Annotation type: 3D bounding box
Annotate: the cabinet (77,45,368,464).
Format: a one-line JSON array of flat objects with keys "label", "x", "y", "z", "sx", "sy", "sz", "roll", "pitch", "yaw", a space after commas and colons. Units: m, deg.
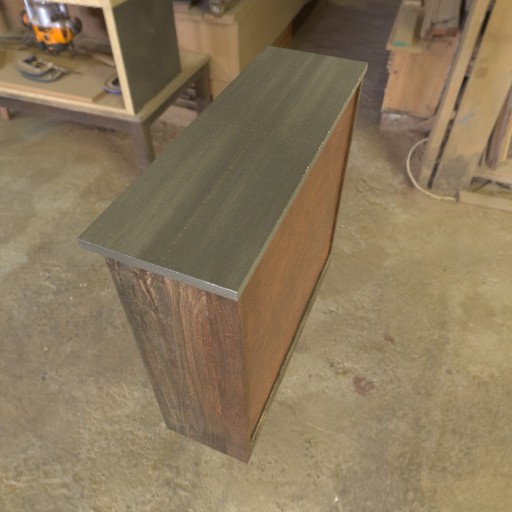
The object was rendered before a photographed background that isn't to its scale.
[{"label": "cabinet", "x": 0.000, "y": 0.000, "z": 1.432, "sx": 0.338, "sy": 0.919, "sz": 0.968, "roll": 17, "pitch": 49, "yaw": 15}]
